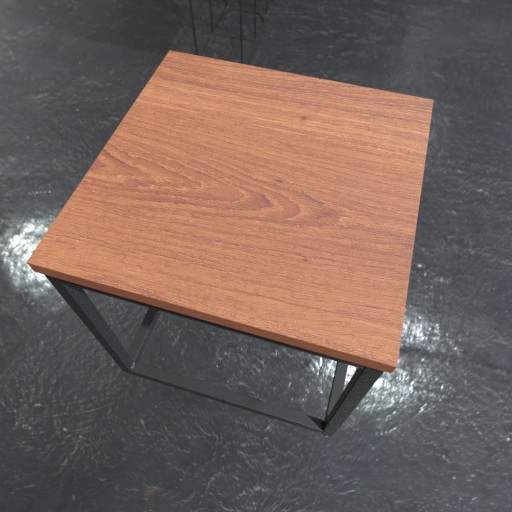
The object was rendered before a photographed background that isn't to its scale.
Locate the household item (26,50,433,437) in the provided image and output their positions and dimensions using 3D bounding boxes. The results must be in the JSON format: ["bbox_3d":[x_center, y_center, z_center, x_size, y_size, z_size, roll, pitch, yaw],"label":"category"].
[{"bbox_3d":[0.000,0.000,0.721,0.400,0.400,0.400,14,59,9],"label":"household item"}]
